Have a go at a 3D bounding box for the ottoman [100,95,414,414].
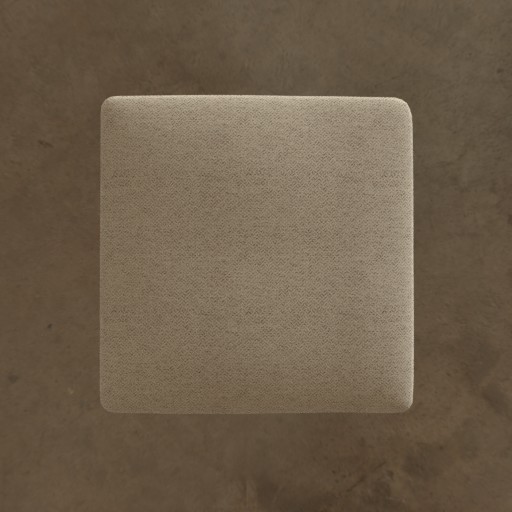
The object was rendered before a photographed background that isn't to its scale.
[{"bbox_3d":[0.000,0.000,0.899,0.512,0.453,0.521,0,89,-1],"label":"ottoman"}]
